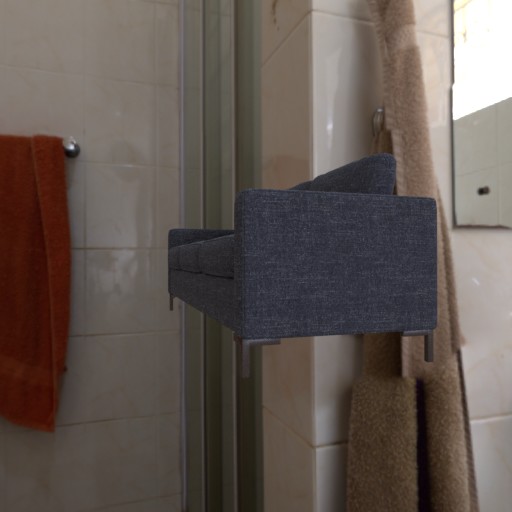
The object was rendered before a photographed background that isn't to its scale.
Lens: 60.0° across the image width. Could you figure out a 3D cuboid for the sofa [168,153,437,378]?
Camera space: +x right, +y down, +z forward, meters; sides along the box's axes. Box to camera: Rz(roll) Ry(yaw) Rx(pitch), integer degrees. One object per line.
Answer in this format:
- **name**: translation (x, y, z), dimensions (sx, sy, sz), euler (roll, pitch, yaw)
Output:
- **sofa**: translation (0.000, 0.000, 2.714), dimensions (0.859, 0.874, 2.218), euler (0, -1, -18)
